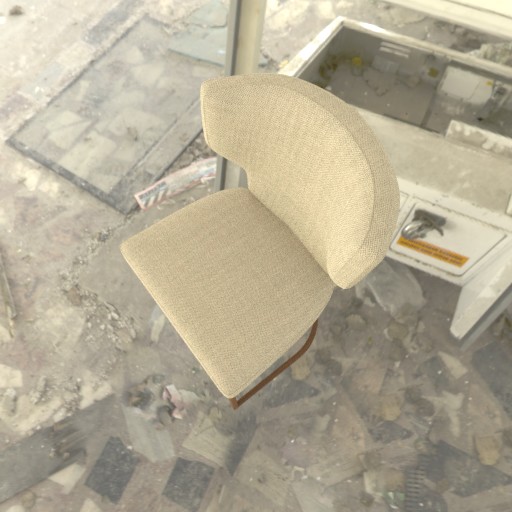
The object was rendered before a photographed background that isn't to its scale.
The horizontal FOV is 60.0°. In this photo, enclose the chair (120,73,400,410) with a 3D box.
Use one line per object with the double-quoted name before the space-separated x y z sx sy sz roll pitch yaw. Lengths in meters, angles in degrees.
"chair" 0.000 0.000 1.305 0.617 0.824 0.611 -35 69 -16
